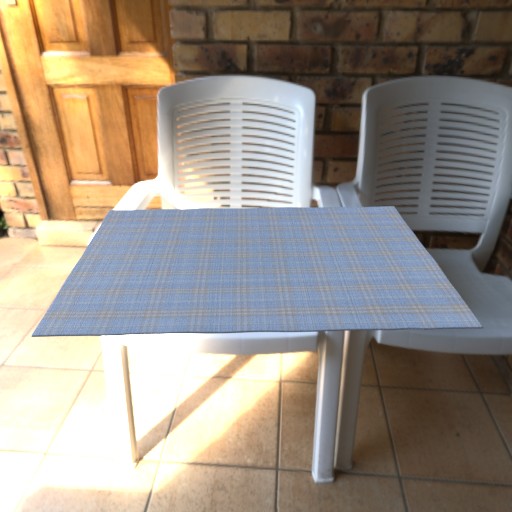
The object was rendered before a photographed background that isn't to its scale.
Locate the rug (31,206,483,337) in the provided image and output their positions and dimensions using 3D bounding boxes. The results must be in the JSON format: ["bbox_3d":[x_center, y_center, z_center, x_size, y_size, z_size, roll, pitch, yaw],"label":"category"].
[{"bbox_3d":[0.000,0.000,2.319,1.835,0.012,1.231,-1,30,-1],"label":"rug"}]
